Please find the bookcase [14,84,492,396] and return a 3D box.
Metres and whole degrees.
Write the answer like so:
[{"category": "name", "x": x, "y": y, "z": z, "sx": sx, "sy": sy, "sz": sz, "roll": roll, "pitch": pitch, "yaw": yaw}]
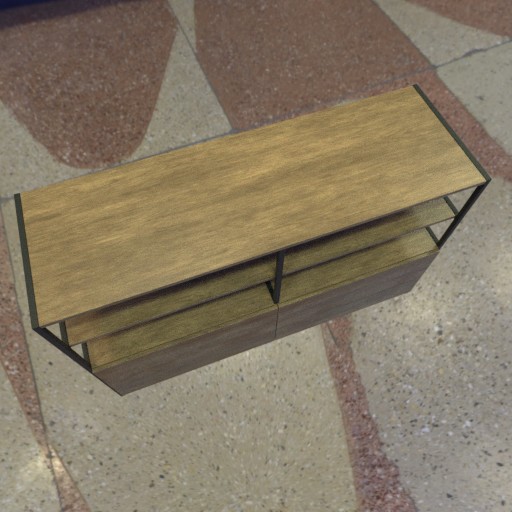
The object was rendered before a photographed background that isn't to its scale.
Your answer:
[{"category": "bookcase", "x": 0.000, "y": 0.000, "z": 1.428, "sx": 1.149, "sy": 0.712, "sz": 0.391, "roll": -18, "pitch": 63, "yaw": -10}]
